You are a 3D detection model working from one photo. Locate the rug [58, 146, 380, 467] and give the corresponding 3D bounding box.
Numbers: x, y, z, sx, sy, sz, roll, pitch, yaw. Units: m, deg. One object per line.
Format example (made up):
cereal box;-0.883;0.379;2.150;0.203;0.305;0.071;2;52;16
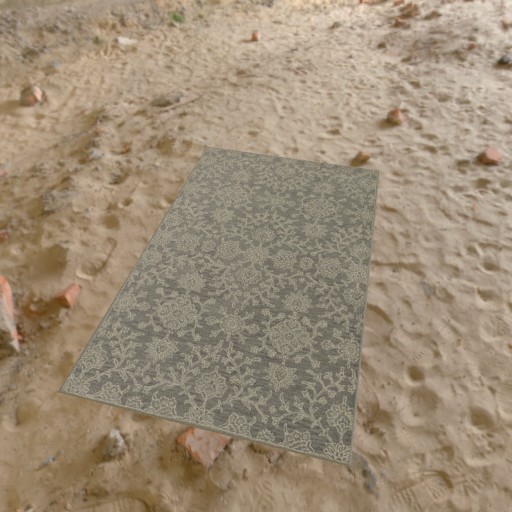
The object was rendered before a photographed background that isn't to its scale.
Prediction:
rug;0.000;0.000;3.000;1.515;0.010;2.430;10;47;10
